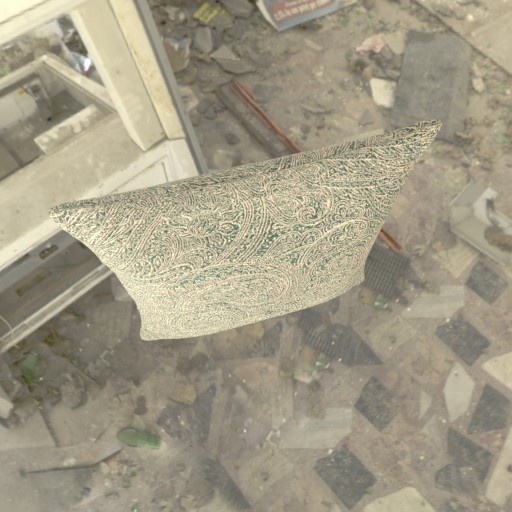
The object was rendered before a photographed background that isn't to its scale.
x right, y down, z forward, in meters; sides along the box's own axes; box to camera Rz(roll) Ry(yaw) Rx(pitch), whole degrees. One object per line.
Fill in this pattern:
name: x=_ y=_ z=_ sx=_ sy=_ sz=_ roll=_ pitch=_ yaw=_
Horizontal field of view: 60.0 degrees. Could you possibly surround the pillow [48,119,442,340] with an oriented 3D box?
pillow: x=0.000 y=0.000 z=0.788 sx=0.526 sy=0.507 sz=0.166 roll=-14 pitch=64 yaw=-7
